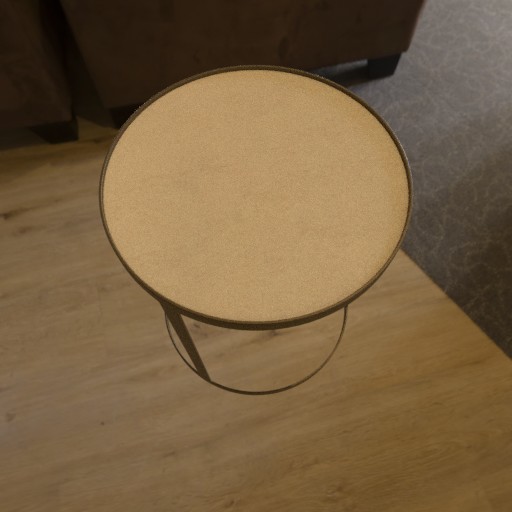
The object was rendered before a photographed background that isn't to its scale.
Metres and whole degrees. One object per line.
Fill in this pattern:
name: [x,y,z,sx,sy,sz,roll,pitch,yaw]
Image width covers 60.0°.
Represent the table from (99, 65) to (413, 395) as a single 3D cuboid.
table: [0.000,0.000,0.936,0.480,0.565,0.480,0,64,0]
